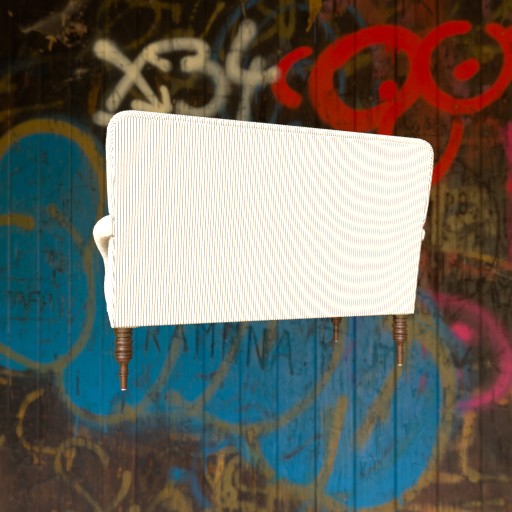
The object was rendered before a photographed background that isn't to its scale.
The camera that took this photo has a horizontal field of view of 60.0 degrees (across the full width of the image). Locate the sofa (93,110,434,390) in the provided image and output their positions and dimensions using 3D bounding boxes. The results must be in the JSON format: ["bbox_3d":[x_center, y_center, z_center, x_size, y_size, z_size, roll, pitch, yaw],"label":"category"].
[{"bbox_3d":[0.000,0.000,1.868,1.297,0.889,0.779,0,0,-18],"label":"sofa"}]
